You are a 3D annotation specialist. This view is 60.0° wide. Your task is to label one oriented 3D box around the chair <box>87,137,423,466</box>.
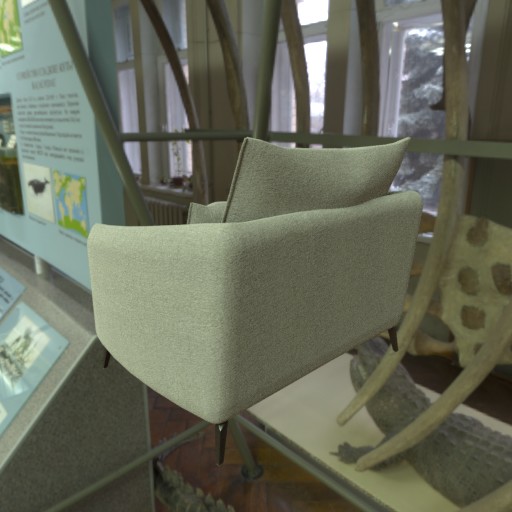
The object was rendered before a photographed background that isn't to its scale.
[{"bbox_3d":[0.000,0.000,1.619,1.029,0.856,0.801,-15,21,-41],"label":"chair"}]
